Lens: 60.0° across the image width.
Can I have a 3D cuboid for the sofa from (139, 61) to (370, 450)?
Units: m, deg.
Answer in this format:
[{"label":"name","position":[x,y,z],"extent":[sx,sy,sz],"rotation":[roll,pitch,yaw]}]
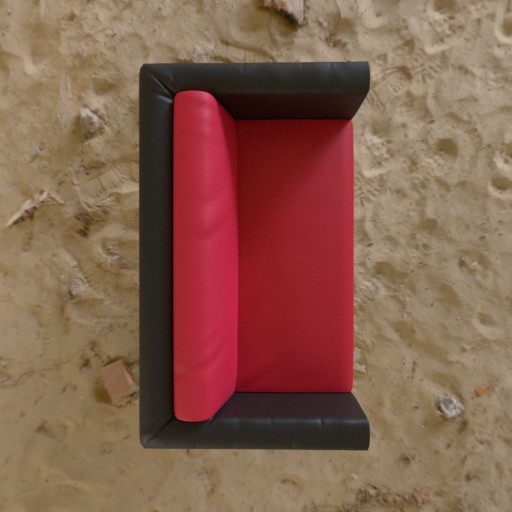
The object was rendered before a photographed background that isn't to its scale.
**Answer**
[{"label":"sofa","position":[0.000,0.000,1.898],"extent":[0.845,0.735,1.410],"rotation":[0,90,1]}]
